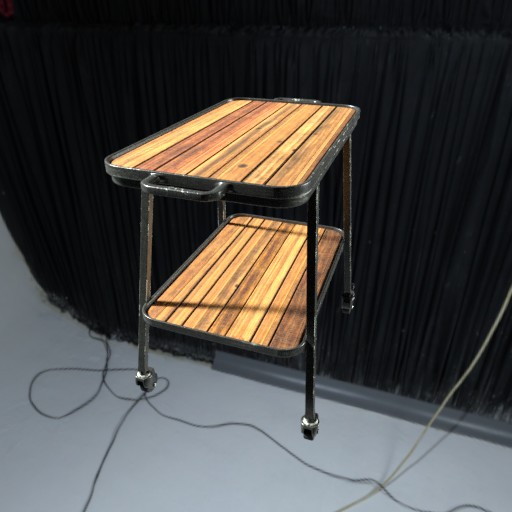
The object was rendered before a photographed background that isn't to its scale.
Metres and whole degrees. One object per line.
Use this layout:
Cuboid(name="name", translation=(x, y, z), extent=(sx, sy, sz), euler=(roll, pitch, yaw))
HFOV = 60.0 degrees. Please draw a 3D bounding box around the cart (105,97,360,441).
Cuboid(name="cart", translation=(0.000, 0.000, 1.228), extent=(0.515, 0.700, 0.806), euler=(10, 32, 17))
